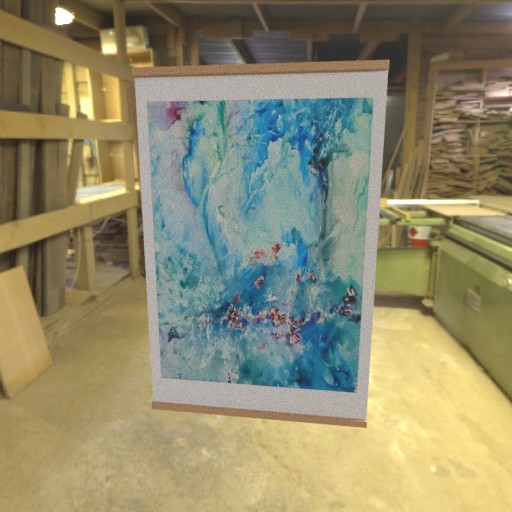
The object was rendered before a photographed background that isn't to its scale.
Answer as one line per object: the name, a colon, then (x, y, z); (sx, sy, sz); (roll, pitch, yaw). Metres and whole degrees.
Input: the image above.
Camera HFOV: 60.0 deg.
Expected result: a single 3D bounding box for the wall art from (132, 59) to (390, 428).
wall art: (0.000, 0.000, 1.875); (0.991, 1.510, 0.040); (2, 13, 8)
